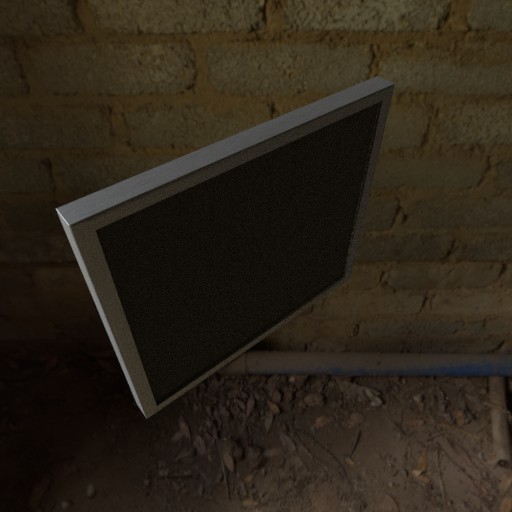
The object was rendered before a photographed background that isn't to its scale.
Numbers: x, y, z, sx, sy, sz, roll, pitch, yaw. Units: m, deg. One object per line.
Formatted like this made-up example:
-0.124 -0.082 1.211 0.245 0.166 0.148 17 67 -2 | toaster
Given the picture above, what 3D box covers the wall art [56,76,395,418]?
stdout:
0.000 0.000 0.539 0.380 0.330 0.028 -30 53 -26 | wall art
